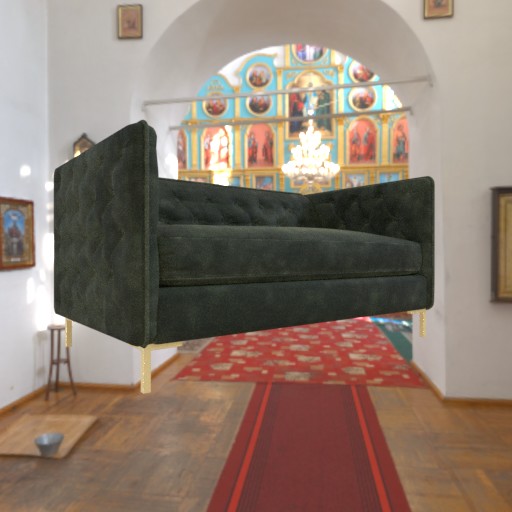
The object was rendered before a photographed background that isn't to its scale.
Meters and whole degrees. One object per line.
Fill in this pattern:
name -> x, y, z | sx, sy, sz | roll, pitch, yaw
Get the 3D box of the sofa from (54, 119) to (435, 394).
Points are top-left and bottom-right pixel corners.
sofa -> 0.000, 0.000, 1.998 | 1.537, 0.768, 0.895 | 0, 0, -38
